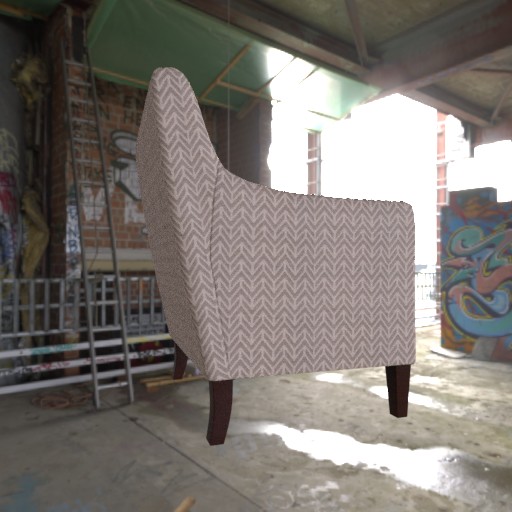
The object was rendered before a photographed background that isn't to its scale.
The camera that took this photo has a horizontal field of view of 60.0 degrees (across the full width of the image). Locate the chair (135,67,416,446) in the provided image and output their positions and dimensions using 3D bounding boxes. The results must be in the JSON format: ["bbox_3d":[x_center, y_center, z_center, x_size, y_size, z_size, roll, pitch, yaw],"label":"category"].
[{"bbox_3d":[0.000,0.000,1.294,0.651,0.816,0.623,0,-1,-18],"label":"chair"}]
